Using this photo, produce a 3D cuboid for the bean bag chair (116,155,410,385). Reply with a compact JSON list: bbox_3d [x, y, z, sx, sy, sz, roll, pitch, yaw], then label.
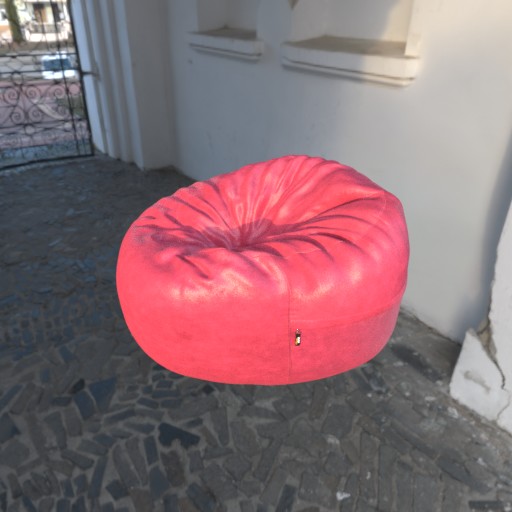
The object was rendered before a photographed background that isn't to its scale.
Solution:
[{"bbox_3d":[0.000,0.000,2.492,1.524,0.878,1.524,-8,31,-13],"label":"bean bag chair"}]
